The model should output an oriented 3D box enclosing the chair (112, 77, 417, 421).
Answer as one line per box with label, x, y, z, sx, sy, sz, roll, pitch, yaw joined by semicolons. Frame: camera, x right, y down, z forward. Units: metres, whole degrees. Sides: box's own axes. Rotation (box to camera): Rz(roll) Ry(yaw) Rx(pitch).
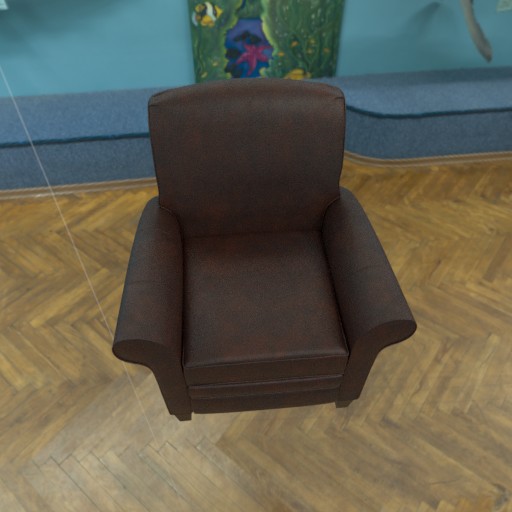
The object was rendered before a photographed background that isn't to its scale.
chair;0.000;0.000;1.755;0.978;1.061;0.902;-4;46;-3
